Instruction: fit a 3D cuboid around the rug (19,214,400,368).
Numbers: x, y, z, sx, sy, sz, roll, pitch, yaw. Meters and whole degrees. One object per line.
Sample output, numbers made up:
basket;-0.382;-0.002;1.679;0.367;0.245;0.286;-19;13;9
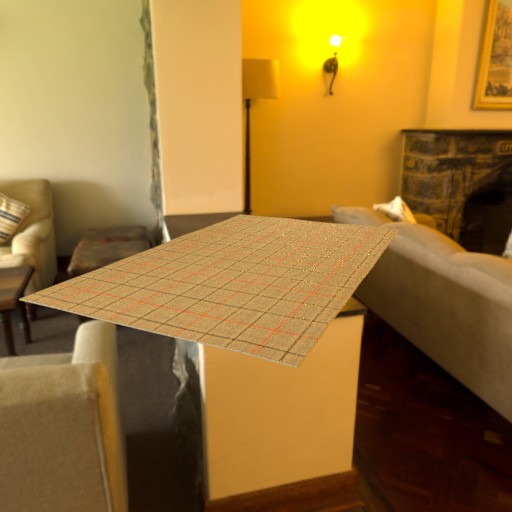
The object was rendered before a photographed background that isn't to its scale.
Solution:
rug;0.000;0.000;3.011;1.524;0.015;2.439;8;18;25
